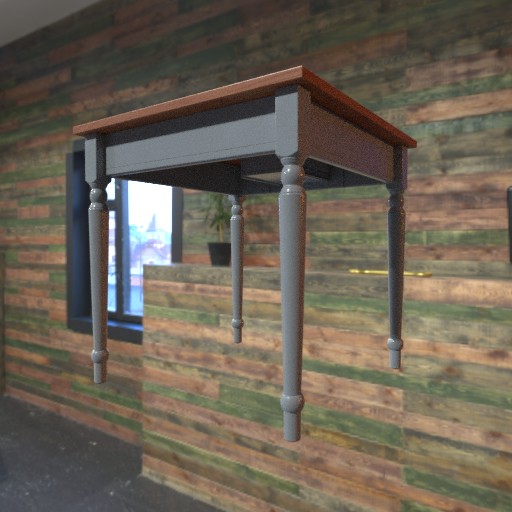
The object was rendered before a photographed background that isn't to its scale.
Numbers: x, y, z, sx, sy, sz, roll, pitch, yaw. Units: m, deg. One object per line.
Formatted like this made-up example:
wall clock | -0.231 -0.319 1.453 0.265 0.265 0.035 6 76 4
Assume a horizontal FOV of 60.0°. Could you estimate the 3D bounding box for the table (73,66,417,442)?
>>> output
table | 0.000 0.000 1.356 0.747 0.738 0.747 1 2 36
